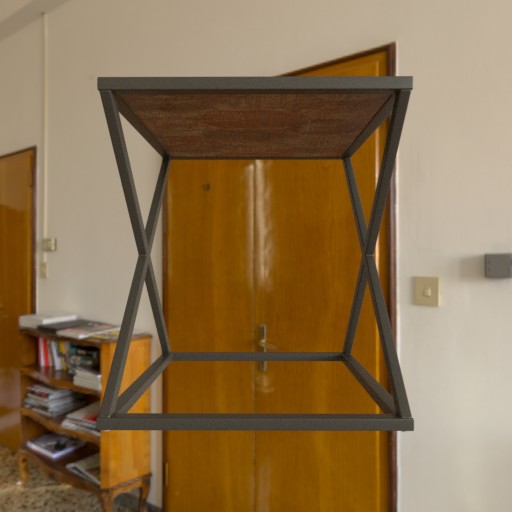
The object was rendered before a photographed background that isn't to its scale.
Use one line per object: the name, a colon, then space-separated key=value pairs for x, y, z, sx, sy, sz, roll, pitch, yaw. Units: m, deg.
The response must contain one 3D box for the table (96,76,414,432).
table: x=0.000 y=0.000 z=0.947 sx=0.500 sy=0.565 sz=0.500 roll=0 pitch=0 yaw=0
